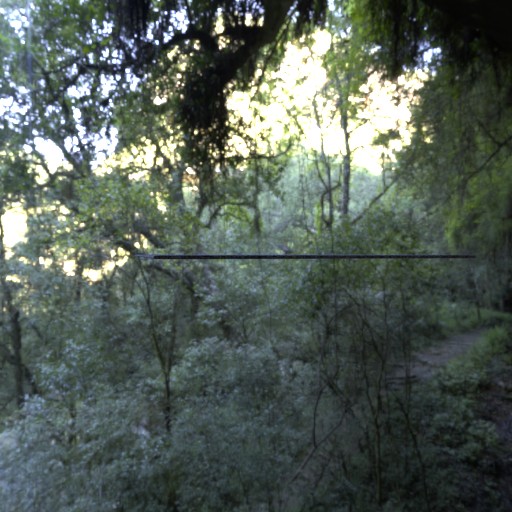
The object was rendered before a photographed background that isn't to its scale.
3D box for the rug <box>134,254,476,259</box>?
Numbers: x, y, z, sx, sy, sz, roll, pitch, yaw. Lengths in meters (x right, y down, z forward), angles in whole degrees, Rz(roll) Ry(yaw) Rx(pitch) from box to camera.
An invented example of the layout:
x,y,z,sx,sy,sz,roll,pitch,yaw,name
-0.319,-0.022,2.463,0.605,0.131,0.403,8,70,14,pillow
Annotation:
x,y,z,sx,sy,sz,roll,pitch,yaw,name
0.000,0.000,2.270,1.158,0.013,1.752,0,0,-17,rug
